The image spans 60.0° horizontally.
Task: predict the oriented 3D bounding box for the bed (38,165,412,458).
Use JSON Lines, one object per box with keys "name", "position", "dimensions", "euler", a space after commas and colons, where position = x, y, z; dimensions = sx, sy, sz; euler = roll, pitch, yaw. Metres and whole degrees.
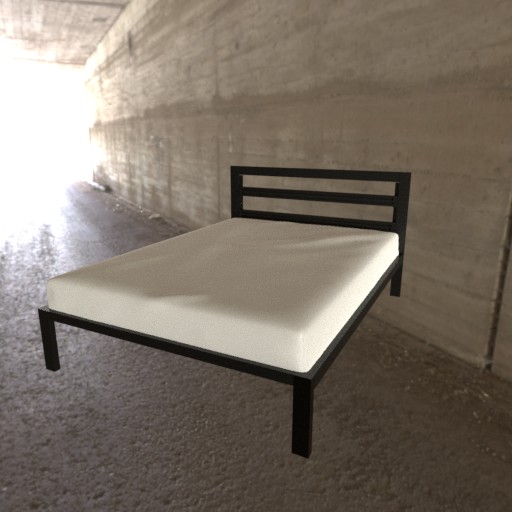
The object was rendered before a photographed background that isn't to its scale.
{"name": "bed", "position": [0.000, 0.000, 2.846], "dimensions": [1.524, 0.967, 2.062], "euler": [8, 17, 26]}
